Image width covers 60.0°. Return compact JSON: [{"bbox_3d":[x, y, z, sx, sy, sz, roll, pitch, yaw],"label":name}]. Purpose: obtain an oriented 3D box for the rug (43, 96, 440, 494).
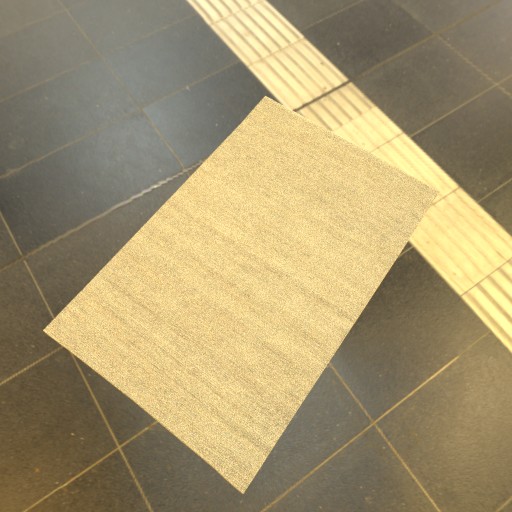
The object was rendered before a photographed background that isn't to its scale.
[{"bbox_3d":[0.000,0.000,2.263,1.179,0.022,1.820,34,70,14],"label":"rug"}]
